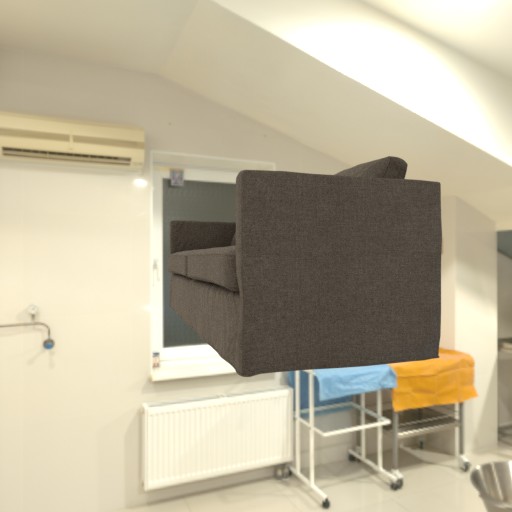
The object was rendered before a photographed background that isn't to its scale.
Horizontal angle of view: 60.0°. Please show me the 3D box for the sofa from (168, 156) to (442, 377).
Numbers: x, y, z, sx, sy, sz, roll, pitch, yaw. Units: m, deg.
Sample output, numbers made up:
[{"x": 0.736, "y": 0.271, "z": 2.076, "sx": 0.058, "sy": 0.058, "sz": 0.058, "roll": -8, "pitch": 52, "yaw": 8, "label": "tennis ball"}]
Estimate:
[{"x": 0.000, "y": 0.000, "z": 3.264, "sx": 1.036, "sy": 0.998, "sz": 2.779, "roll": 0, "pitch": 0, "yaw": -17, "label": "sofa"}]
